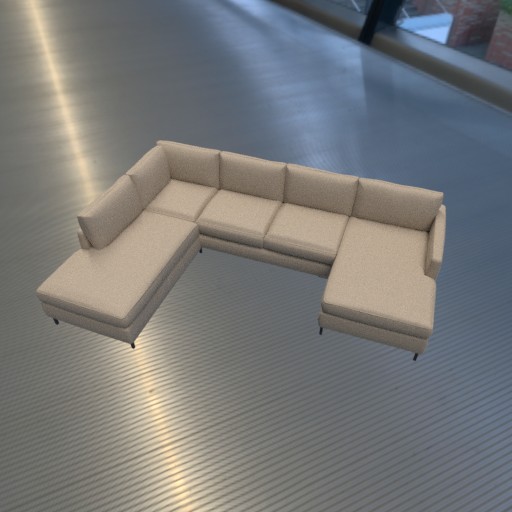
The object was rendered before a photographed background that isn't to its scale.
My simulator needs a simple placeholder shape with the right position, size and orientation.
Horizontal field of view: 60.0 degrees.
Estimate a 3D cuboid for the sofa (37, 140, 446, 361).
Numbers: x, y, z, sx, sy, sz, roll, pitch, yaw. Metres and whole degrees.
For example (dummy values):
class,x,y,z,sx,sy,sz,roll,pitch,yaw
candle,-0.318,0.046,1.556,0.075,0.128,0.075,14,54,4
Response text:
class,x,y,z,sx,sy,sz,roll,pitch,yaw
sofa,0.000,0.000,3.490,2.737,0.756,1.879,14,44,15
